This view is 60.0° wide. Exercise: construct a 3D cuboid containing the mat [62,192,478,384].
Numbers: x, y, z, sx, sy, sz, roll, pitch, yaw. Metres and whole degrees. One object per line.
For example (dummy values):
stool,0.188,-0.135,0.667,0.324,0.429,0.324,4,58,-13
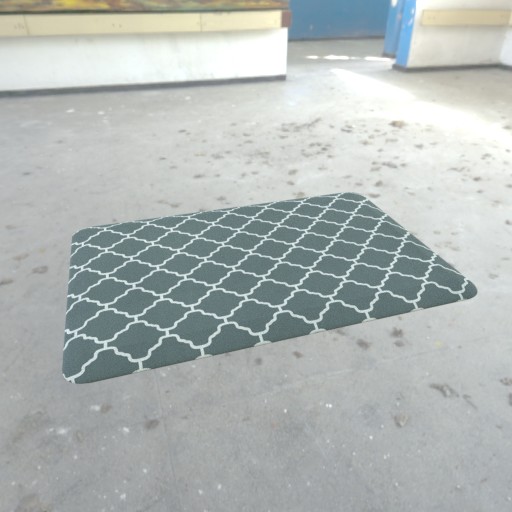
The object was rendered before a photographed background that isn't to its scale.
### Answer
mat,0.000,0.000,0.950,0.762,0.021,0.508,-9,33,-15
